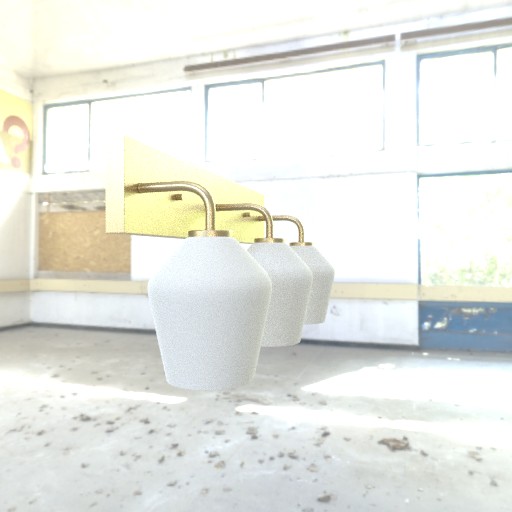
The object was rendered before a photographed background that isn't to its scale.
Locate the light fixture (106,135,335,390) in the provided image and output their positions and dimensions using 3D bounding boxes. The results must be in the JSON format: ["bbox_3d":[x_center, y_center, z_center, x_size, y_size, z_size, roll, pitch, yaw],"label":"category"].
[{"bbox_3d":[0.000,0.000,0.740,0.190,0.280,0.609,0,0,19],"label":"light fixture"}]
